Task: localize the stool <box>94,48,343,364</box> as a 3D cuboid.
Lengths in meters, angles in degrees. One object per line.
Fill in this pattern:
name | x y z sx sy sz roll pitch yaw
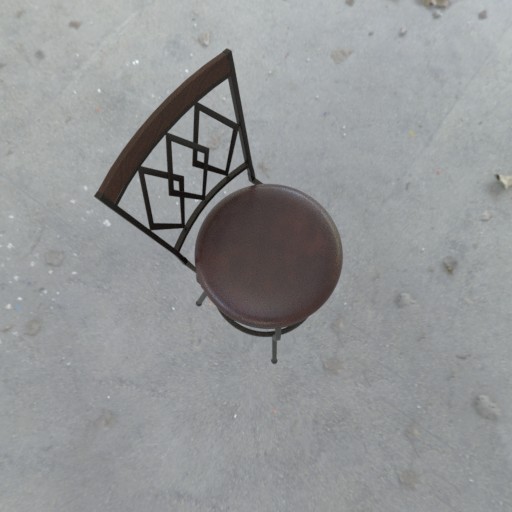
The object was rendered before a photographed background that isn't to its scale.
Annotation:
stool | 0.000 0.000 1.397 0.521 1.134 0.432 36 78 9
